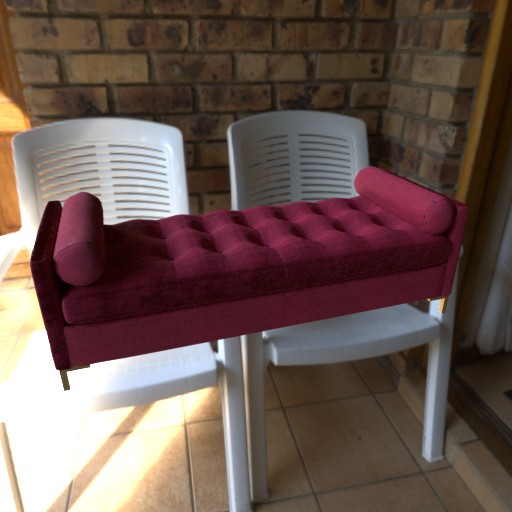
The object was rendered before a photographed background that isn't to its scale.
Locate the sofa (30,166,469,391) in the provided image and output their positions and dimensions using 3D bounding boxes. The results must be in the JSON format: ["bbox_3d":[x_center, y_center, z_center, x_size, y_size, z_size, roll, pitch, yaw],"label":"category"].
[{"bbox_3d":[0.000,0.000,2.432,2.102,0.705,0.796,-8,27,-16],"label":"sofa"}]
